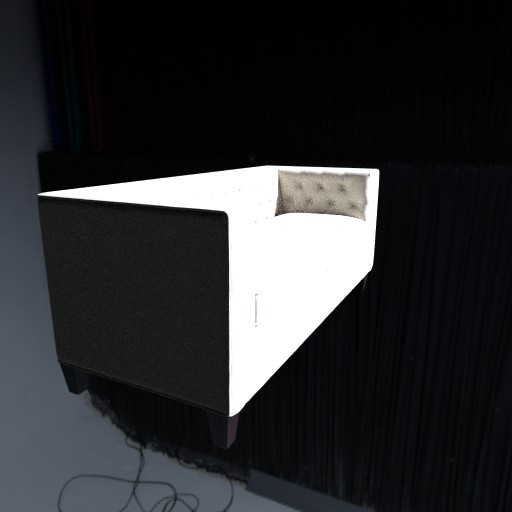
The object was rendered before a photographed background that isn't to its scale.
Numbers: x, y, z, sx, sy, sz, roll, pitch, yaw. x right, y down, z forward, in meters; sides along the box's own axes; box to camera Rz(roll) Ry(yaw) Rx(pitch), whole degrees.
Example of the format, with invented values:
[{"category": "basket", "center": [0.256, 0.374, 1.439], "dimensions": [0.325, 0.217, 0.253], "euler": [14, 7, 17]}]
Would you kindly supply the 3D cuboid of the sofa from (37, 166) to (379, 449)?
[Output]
[{"category": "sofa", "center": [0.000, 0.000, 2.182], "dimensions": [0.775, 0.762, 1.778], "euler": [8, 17, 26]}]
